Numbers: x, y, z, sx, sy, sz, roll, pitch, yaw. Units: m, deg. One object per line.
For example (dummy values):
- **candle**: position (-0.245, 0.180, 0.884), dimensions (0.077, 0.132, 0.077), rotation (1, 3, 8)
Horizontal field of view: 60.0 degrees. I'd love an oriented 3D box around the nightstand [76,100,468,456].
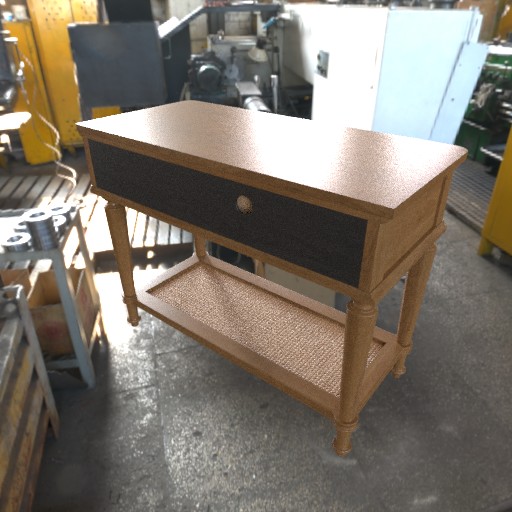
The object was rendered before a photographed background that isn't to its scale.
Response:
- **nightstand**: position (0.000, 0.000, 1.285), dimensions (0.914, 0.700, 0.432), rotation (22, 36, 33)
